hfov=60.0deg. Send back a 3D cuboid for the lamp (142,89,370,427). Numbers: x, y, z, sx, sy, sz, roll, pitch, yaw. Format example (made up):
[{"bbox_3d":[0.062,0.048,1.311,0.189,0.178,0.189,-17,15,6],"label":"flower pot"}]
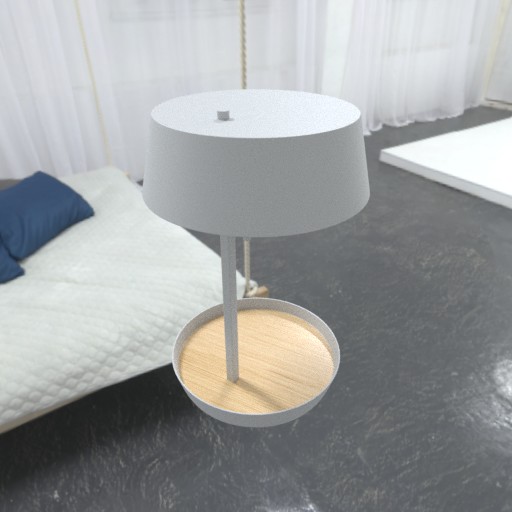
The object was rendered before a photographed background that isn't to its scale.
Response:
[{"bbox_3d":[0.000,0.000,0.635,0.291,0.429,0.291,0,31,0],"label":"lamp"}]
